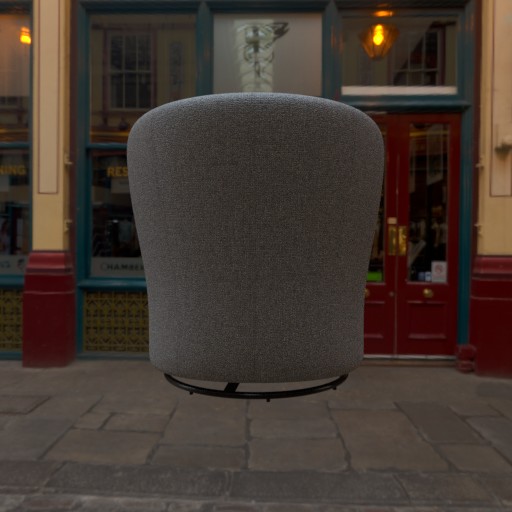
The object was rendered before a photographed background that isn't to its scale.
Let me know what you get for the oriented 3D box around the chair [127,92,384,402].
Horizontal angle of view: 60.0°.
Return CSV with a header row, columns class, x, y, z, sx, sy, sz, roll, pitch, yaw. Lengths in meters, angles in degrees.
class,x,y,z,sx,sy,sz,roll,pitch,yaw
chair,0.000,0.000,1.421,0.791,0.771,0.815,0,0,1
